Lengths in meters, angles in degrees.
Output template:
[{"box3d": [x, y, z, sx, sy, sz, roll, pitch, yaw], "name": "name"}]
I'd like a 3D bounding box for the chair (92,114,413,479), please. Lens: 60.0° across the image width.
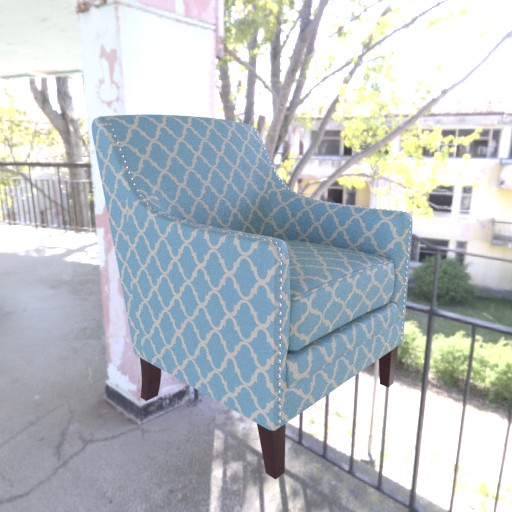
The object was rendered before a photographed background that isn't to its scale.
[{"box3d": [0.000, 0.000, 1.304, 0.686, 0.817, 0.617, 12, 18, 42], "name": "chair"}]
